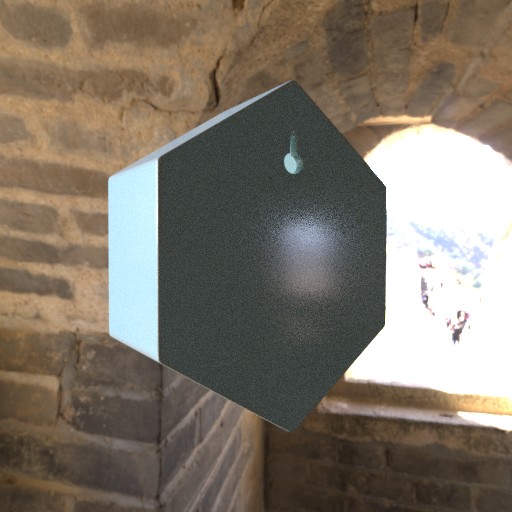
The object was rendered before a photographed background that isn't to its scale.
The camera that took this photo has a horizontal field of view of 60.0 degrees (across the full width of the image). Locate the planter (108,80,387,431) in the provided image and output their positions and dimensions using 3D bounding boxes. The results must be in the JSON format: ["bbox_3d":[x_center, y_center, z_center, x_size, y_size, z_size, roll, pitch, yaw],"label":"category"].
[{"bbox_3d":[0.000,0.000,0.291,0.169,0.207,0.078,-1,1,-35],"label":"planter"}]
